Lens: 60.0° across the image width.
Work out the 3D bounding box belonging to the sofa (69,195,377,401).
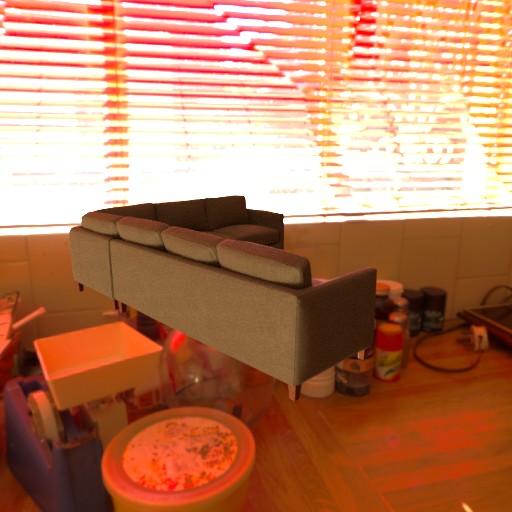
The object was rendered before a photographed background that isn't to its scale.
[{"bbox_3d":[0.000,0.000,4.647,2.593,0.947,3.302,-13,19,-43],"label":"sofa"}]
